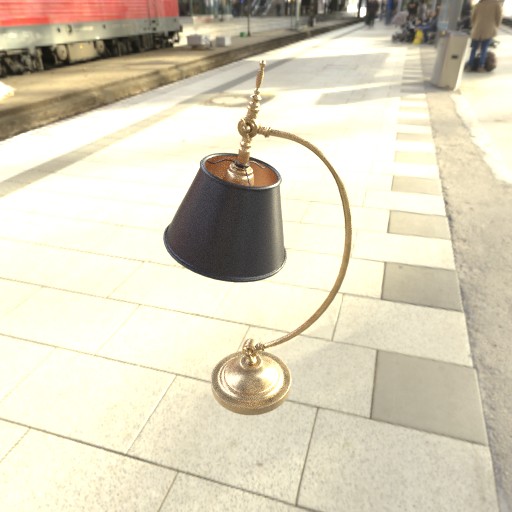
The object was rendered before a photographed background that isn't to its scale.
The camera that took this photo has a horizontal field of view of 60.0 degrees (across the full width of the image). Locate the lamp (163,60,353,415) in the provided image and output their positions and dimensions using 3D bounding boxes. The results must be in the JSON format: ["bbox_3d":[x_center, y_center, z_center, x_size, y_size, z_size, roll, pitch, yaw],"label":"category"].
[{"bbox_3d":[0.000,0.000,0.831,0.344,0.675,0.235,8,31,13],"label":"lamp"}]
